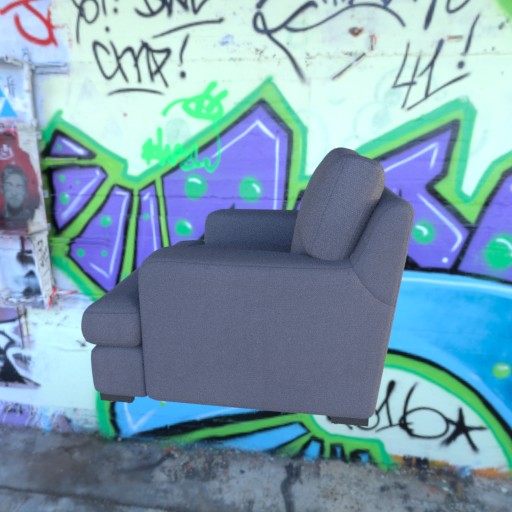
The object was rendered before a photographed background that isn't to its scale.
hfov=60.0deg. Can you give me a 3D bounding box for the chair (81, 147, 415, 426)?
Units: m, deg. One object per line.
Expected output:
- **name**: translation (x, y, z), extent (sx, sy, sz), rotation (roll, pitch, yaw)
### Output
- **chair**: translation (0.000, 0.000, 2.009), extent (1.143, 0.940, 1.168), rotation (2, 15, 8)
